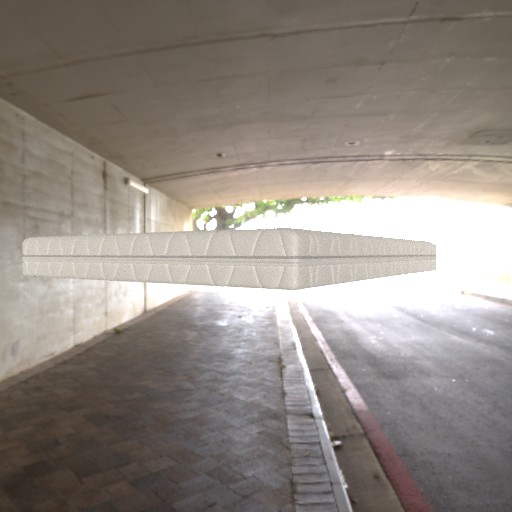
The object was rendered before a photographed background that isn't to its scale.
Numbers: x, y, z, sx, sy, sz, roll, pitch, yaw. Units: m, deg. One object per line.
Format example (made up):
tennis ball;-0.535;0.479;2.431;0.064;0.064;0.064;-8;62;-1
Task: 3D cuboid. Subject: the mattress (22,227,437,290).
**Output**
mattress;0.000;0.000;2.581;1.600;0.200;1.900;0;0;34
